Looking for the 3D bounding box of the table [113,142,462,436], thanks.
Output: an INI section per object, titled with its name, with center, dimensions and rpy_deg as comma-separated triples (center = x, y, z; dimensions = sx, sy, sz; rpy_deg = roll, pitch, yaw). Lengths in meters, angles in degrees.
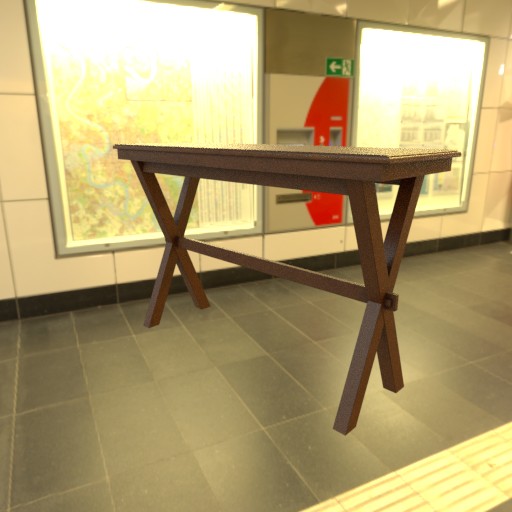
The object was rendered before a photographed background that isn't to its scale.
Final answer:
[table]
center = 0.000, 0.000, 1.590
dimensions = 1.197, 0.763, 0.399
rpy_deg = 15, 22, 42
